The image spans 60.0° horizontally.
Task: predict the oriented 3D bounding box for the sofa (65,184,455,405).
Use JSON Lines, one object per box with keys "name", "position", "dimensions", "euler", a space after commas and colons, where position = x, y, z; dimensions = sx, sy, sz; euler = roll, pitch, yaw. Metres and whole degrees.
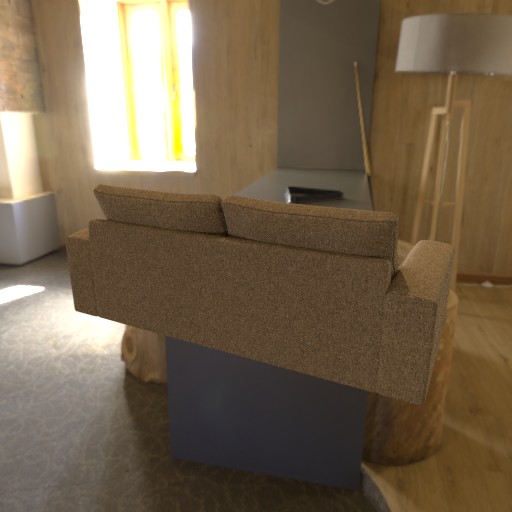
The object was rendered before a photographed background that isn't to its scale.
{"name": "sofa", "position": [0.000, 0.000, 2.876], "dimensions": [2.299, 0.922, 1.040], "euler": [9, 20, 26]}
